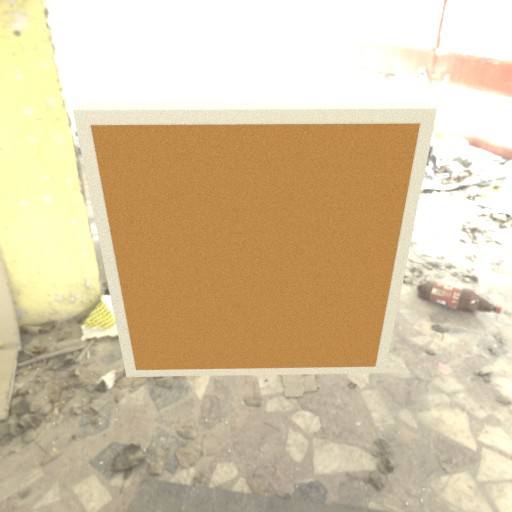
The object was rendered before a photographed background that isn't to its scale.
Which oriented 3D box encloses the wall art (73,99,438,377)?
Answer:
[{"bbox_3d":[0.000,0.000,0.462,0.305,0.305,0.037,-1,30,-1],"label":"wall art"}]
